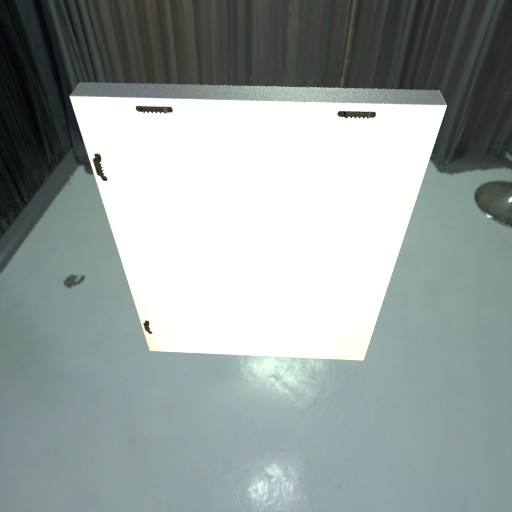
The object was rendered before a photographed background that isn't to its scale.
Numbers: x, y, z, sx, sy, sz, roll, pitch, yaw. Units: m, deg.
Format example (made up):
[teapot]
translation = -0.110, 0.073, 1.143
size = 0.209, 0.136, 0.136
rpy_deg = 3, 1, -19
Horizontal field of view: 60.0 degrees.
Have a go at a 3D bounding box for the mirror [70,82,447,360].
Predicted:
[mirror]
translation = 0.000, 0.000, 0.668
size = 0.406, 0.509, 0.041
rpy_deg = 2, 46, 2
